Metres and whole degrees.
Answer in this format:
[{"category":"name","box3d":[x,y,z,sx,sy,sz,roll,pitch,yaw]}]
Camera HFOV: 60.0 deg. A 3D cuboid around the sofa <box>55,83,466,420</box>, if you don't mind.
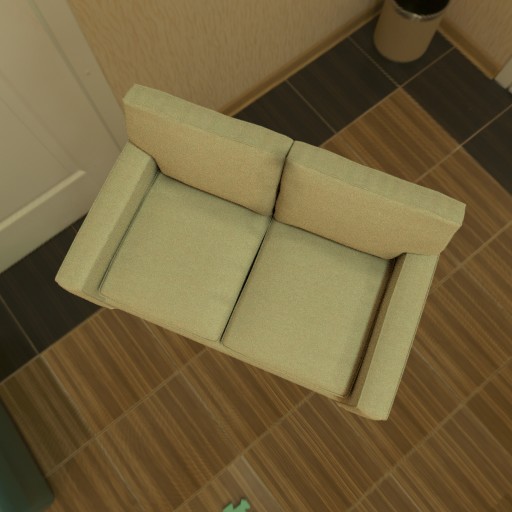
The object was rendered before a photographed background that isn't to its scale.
[{"category":"sofa","box3d":[0.000,0.000,2.023,1.484,0.853,0.942,22,76,6]}]
